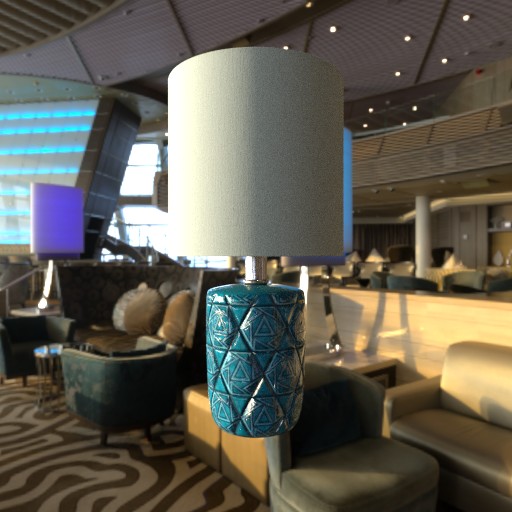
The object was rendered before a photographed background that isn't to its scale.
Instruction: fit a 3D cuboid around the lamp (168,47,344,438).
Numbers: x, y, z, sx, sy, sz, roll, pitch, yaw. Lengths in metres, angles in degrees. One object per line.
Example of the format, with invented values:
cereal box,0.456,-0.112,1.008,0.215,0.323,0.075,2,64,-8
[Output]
lamp,0.000,0.000,0.496,0.193,0.377,0.193,0,0,-36
